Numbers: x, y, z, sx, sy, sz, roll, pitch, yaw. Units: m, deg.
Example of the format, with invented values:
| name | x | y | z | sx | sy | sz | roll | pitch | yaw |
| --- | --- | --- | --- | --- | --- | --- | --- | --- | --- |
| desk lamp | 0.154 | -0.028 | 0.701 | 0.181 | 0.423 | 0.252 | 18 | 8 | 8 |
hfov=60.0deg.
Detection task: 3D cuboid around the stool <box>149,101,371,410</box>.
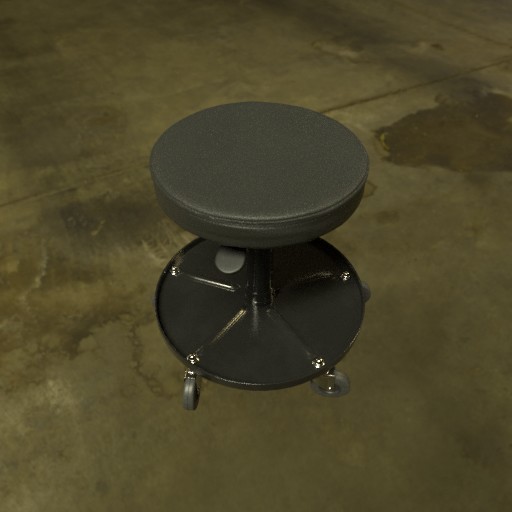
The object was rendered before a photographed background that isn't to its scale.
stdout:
| name | x | y | z | sx | sy | sz | roll | pitch | yaw |
| --- | --- | --- | --- | --- | --- | --- | --- | --- | --- |
| stool | 0.000 | 0.000 | 0.674 | 0.381 | 0.365 | 0.382 | 11 | 46 | 11 |
